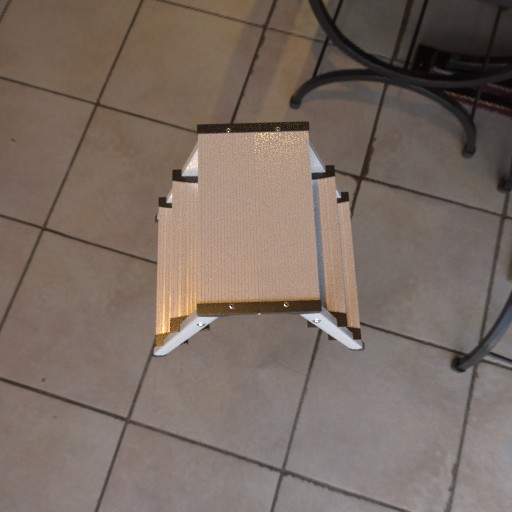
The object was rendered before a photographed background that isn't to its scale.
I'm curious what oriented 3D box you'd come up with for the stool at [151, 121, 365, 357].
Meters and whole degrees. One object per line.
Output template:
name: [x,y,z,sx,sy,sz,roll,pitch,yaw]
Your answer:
stool: [0.000,0.000,1.052,0.622,0.605,0.437,-2,76,0]
